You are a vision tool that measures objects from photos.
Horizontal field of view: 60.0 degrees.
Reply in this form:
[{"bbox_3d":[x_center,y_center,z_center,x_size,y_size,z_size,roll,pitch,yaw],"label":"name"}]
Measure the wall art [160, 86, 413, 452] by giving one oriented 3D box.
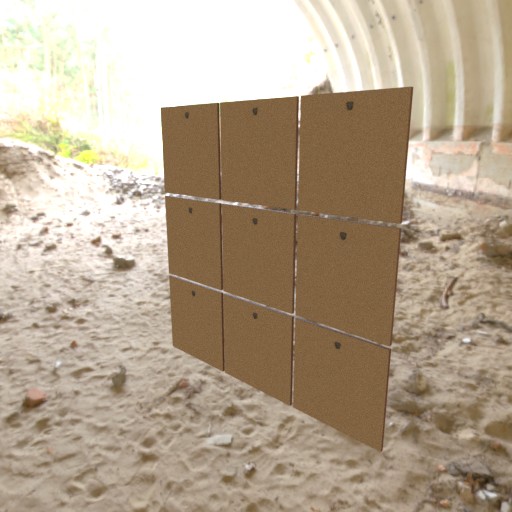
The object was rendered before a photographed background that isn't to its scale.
[{"bbox_3d":[0.000,0.000,1.822,1.221,1.218,0.019,13,20,41],"label":"wall art"}]
